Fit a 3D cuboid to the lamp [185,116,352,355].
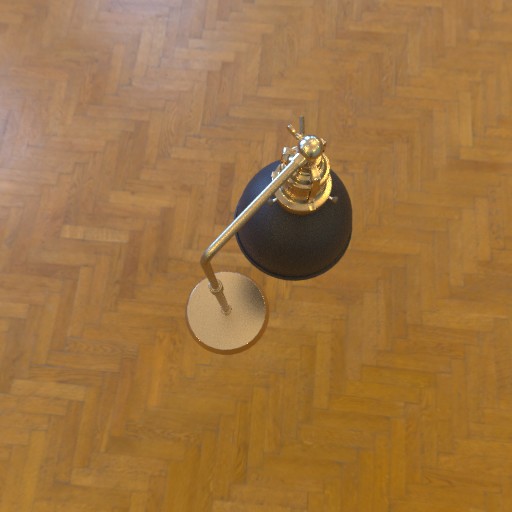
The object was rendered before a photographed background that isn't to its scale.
[{"bbox_3d":[0.000,0.000,0.597,0.291,0.456,0.160,-40,79,-10],"label":"lamp"}]
